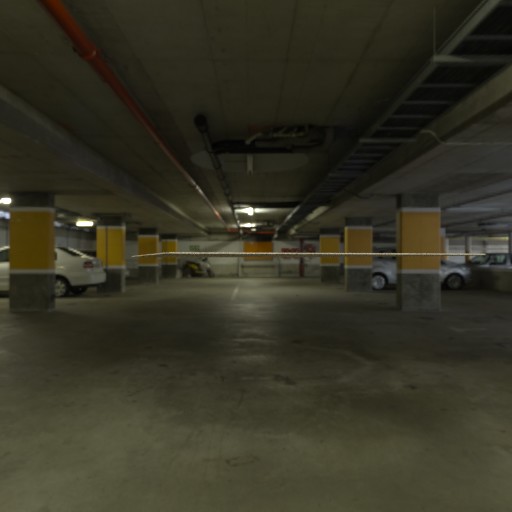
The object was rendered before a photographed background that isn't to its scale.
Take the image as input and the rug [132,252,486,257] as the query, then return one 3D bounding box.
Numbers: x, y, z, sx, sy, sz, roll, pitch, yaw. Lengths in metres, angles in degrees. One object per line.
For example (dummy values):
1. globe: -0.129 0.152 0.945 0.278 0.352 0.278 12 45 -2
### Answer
1. rug: 0.000 0.000 3.045 1.529 0.009 2.446 0 0 -19
